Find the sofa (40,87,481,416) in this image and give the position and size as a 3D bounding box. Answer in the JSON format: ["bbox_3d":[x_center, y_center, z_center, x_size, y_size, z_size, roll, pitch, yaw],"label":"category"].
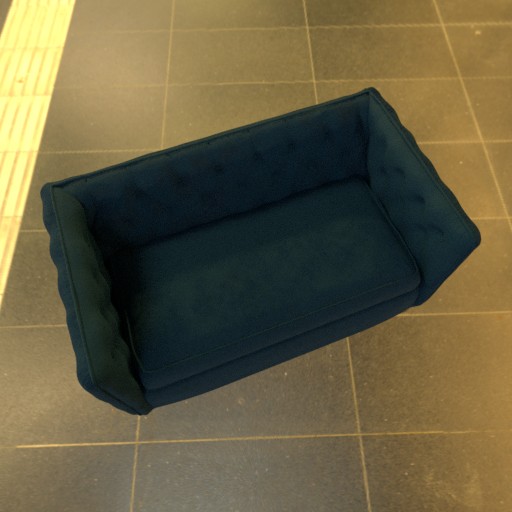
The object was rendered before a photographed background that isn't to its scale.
[{"bbox_3d":[0.000,0.000,2.064,1.583,0.810,0.909,-19,65,-10],"label":"sofa"}]
